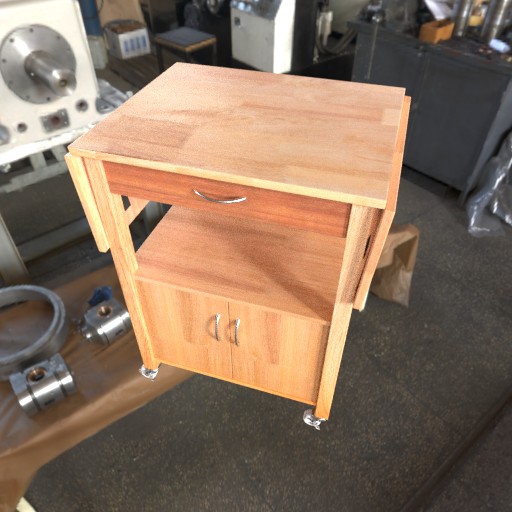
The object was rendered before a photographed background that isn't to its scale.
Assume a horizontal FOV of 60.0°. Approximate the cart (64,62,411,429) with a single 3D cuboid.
[{"bbox_3d":[0.000,0.000,1.249,0.640,0.838,0.508,12,43,13],"label":"cart"}]
